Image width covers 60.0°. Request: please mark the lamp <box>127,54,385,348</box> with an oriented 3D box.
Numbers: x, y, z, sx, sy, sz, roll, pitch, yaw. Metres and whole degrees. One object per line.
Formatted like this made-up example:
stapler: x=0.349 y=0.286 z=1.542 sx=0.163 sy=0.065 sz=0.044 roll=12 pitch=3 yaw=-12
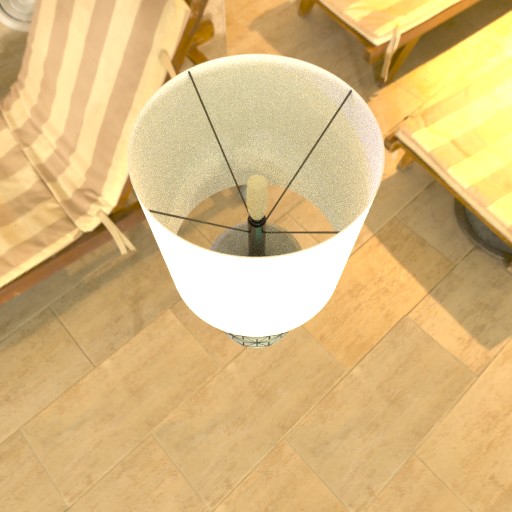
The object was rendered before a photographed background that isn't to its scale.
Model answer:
lamp: x=0.000 y=0.000 z=0.544 sx=0.206 sy=0.416 sz=0.206 roll=-34 pitch=69 yaw=-15
